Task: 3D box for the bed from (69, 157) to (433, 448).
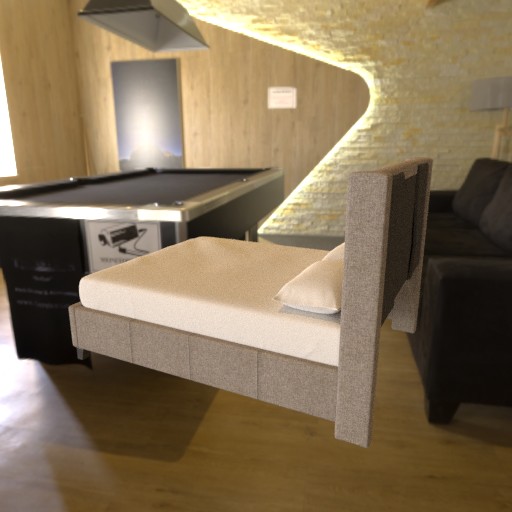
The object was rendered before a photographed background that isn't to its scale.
[{"bbox_3d":[0.000,0.000,3.420,2.245,1.476,1.714,8,17,26],"label":"bed"}]
